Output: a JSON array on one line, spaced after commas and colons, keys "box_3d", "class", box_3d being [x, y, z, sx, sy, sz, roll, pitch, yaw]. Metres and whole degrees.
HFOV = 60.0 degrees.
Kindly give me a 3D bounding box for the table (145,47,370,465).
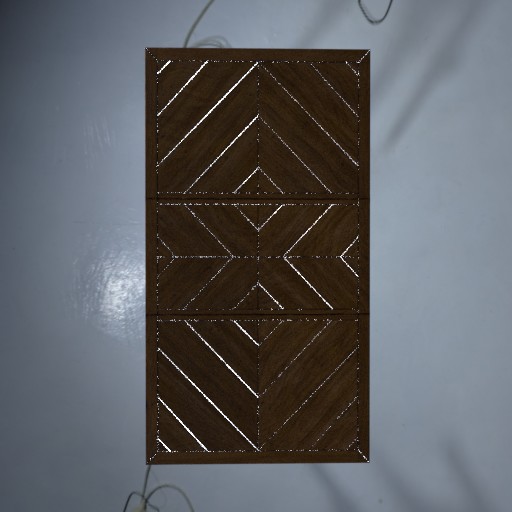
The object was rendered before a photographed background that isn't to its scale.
[{"box_3d": [0.000, 0.000, 1.871, 0.757, 0.760, 1.400, 0, 90, -1], "class": "table"}]
